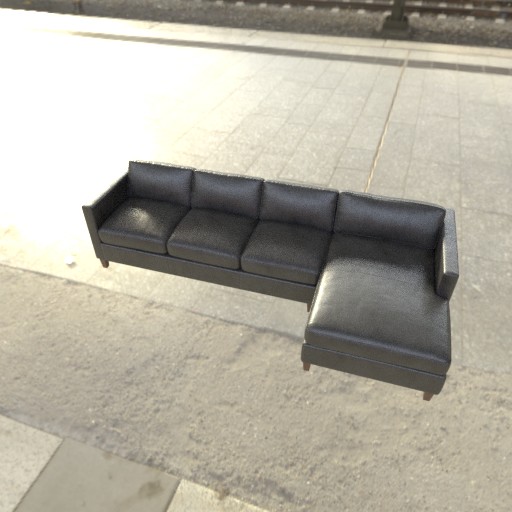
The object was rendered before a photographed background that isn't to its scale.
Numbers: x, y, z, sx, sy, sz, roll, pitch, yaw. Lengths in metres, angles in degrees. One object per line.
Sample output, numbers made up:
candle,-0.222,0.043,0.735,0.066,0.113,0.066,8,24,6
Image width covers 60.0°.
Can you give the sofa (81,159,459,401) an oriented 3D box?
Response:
sofa,0.000,0.000,3.888,3.203,0.883,1.581,11,41,13
